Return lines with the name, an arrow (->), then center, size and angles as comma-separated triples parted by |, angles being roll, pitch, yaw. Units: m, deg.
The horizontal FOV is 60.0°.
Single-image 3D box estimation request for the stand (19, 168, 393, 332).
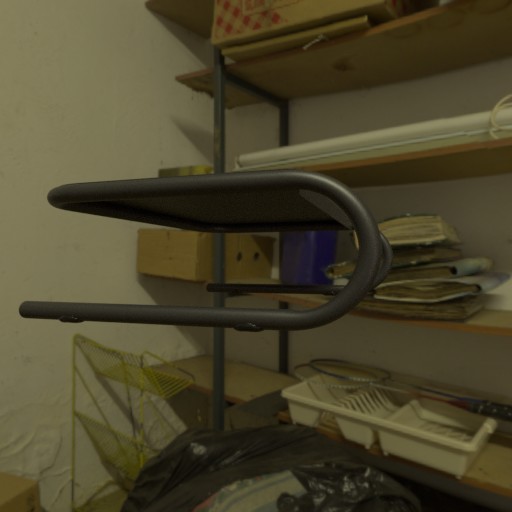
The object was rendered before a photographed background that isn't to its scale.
stand -> 0.000, 0.000, 0.484 | 0.280, 0.108, 0.370 | 0, -1, 18
